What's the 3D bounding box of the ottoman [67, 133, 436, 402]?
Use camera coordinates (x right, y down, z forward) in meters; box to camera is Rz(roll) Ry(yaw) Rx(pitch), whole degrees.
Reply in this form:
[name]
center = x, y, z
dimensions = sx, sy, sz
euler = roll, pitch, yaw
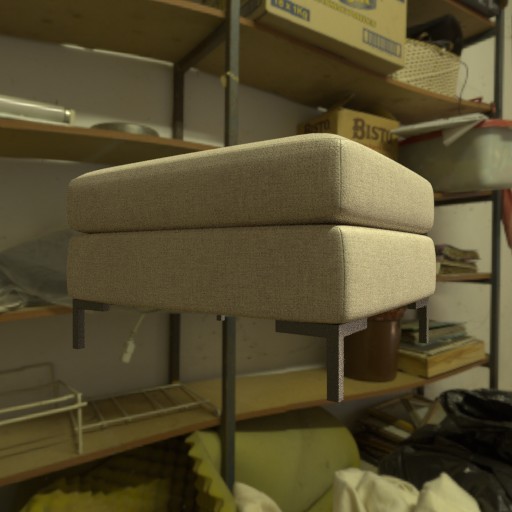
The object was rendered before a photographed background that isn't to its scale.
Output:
[ottoman]
center = 0.000, 0.000, 1.216
dimensions = 0.820, 0.490, 0.671
euler = 0, 0, 34
